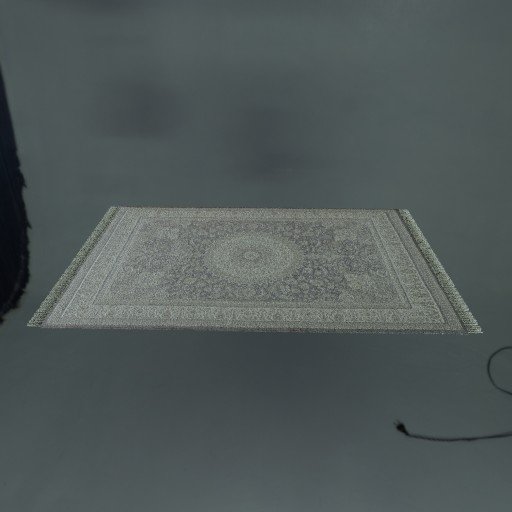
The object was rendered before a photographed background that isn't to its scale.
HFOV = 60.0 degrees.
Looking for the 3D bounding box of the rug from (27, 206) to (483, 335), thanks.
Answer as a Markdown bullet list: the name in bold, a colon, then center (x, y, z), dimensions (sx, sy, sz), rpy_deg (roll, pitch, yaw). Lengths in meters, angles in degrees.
- **rug**: center (0.000, 0.000, 3.005), dimensions (2.440, 0.010, 1.528), rpy_deg (1, 31, 1)
